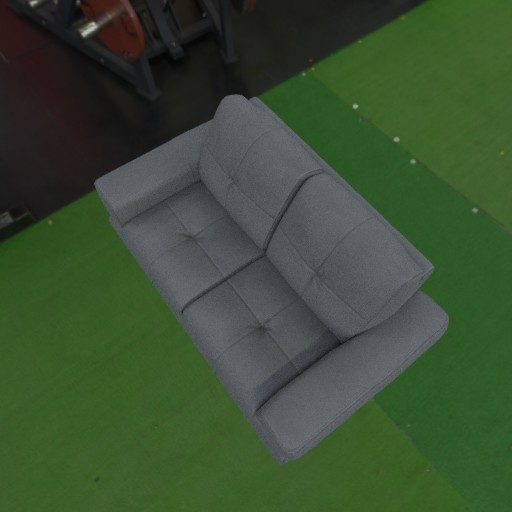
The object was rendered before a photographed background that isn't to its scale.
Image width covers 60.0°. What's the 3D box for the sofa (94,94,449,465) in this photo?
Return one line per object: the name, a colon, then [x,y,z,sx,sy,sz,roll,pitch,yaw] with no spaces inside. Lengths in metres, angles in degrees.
sofa: [0.000,0.000,2.359,1.018,0.907,1.806,-33,67,-16]
